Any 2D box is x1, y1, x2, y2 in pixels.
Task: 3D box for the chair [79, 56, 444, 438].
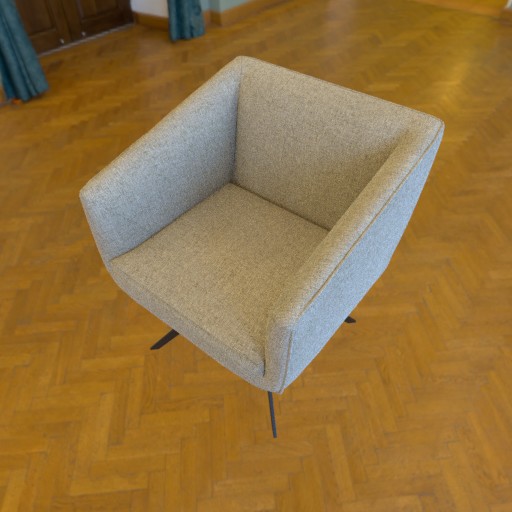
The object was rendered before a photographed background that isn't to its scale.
[{"bbox_3d":[0.000,0.000,1.227,0.628,0.760,0.623,30,53,26],"label":"chair"}]
